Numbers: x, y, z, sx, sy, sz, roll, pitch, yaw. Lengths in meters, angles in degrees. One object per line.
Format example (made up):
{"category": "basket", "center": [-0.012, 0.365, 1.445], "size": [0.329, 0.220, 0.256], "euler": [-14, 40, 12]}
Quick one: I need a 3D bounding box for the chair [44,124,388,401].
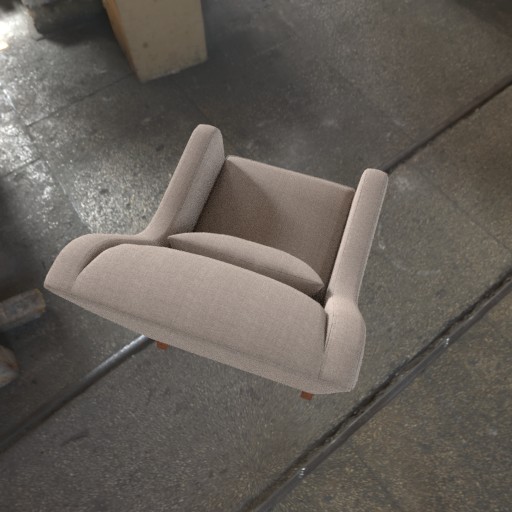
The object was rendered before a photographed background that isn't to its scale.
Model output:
{"category": "chair", "center": [0.000, 0.000, 1.530], "size": [0.715, 1.017, 0.890], "euler": [17, 65, 8]}
